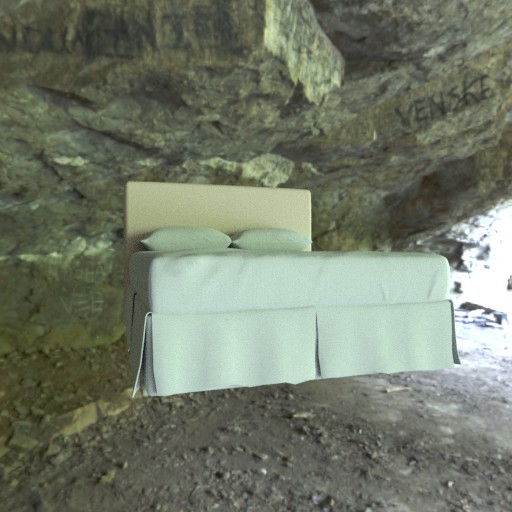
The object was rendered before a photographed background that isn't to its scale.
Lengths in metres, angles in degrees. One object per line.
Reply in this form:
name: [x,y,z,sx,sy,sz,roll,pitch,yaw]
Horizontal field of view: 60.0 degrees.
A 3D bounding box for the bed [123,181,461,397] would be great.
bed: [0.000,0.000,3.292,1.884,1.330,2.142,0,1,-18]
